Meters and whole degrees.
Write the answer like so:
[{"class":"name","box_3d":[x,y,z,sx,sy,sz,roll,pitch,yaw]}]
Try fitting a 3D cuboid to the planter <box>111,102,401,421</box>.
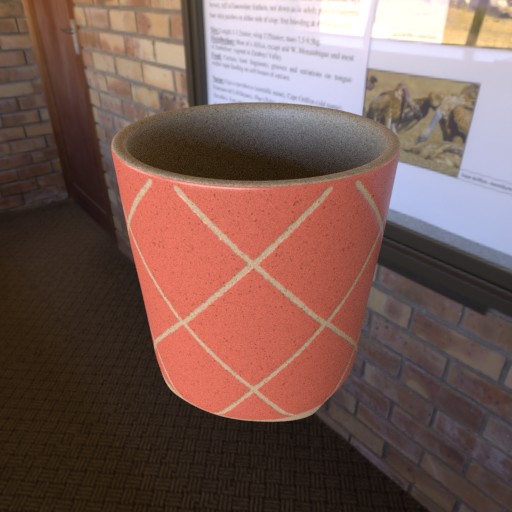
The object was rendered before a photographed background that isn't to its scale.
[{"class":"planter","box_3d":[0.000,0.000,0.420,0.227,0.235,0.227,0,31,0]}]
